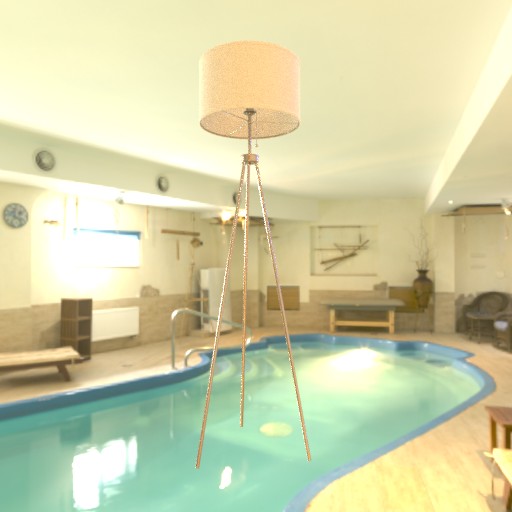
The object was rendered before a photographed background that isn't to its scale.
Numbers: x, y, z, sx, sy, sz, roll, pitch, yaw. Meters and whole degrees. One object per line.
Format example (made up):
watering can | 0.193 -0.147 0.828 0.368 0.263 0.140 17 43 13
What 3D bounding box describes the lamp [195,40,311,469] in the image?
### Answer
lamp | 0.000 0.000 1.785 0.458 1.545 0.448 0 -1 16
